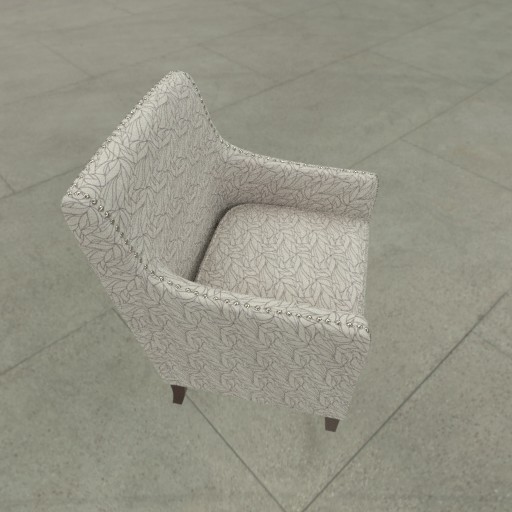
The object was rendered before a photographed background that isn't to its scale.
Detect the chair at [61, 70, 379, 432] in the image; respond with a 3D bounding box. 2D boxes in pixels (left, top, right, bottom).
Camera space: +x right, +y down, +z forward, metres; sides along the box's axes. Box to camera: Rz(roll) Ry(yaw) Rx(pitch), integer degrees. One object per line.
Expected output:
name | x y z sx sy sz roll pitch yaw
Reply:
chair | 0.000 0.000 1.284 0.651 0.816 0.623 9 46 9
